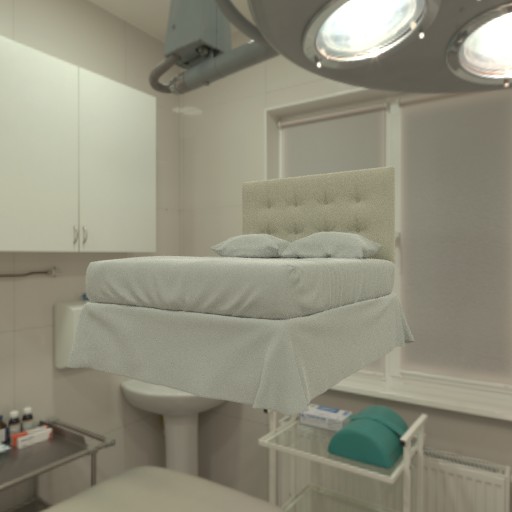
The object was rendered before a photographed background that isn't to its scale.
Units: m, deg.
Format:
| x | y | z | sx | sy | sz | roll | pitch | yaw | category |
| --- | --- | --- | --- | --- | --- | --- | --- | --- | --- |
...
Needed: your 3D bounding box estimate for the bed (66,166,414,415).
| x | y | z | sx | sy | sz | roll | pitch | yaw | category |
| --- | --- | --- | --- | --- | --- | --- | --- | --- | --- |
| 0.000 | 0.000 | 3.532 | 1.936 | 1.577 | 2.222 | 0 | 0 | 34 | bed |
